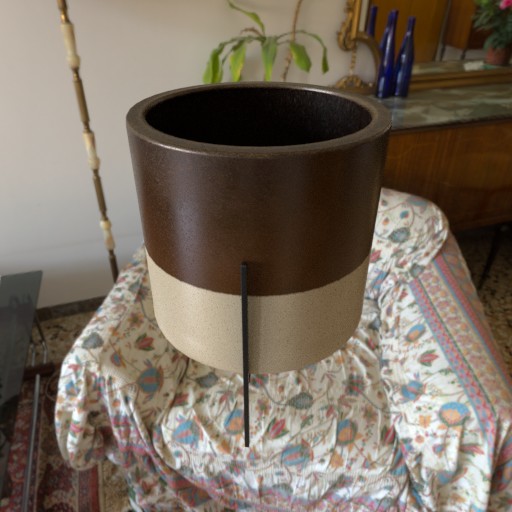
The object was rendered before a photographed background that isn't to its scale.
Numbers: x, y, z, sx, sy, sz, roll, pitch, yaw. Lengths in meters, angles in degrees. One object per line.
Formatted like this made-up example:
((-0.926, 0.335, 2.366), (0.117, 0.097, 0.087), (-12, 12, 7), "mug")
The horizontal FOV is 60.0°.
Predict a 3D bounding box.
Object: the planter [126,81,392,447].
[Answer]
((0.000, 0.000, 0.710), (0.354, 0.465, 0.345), (21, 38, 29), "planter")
